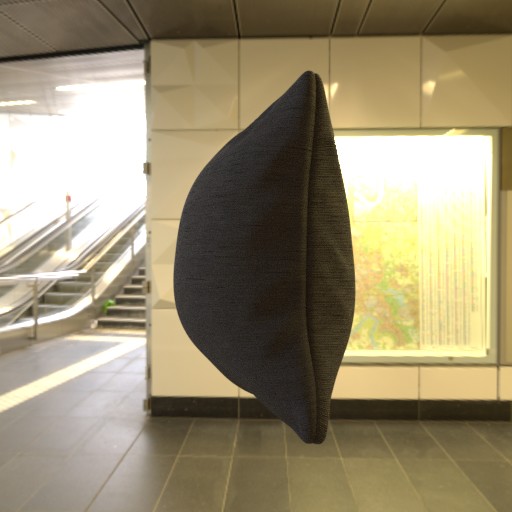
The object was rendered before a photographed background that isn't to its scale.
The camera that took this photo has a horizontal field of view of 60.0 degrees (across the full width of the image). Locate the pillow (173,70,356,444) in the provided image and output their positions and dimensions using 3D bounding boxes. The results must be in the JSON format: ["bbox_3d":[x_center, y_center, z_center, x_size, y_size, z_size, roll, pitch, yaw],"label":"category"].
[{"bbox_3d":[0.000,0.000,0.684,0.246,0.414,0.432,0,1,-18],"label":"pillow"}]
